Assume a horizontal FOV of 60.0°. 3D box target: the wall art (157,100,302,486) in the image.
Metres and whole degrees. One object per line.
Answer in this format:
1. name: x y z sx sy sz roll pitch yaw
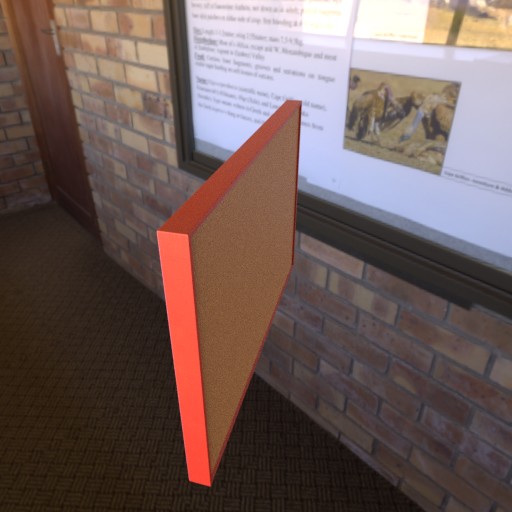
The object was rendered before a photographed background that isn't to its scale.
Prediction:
1. wall art: 0.000 0.000 0.777 0.033 0.405 0.607 8 32 13
